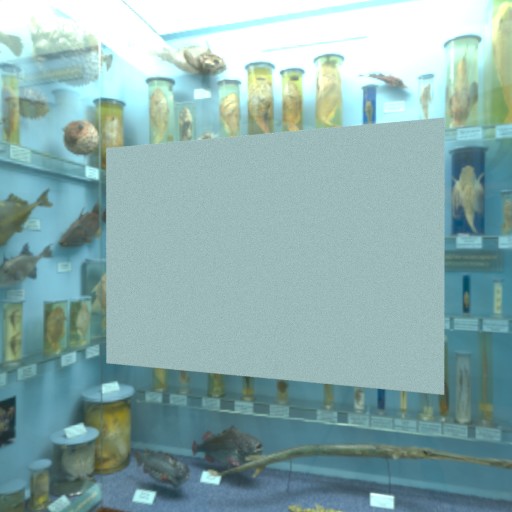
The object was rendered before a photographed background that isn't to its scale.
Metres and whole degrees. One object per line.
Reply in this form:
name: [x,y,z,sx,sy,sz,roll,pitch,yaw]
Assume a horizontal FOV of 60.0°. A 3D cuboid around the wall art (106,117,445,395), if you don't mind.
wall art: [0.000,0.000,1.672,1.308,0.902,0.051,0,0,19]
